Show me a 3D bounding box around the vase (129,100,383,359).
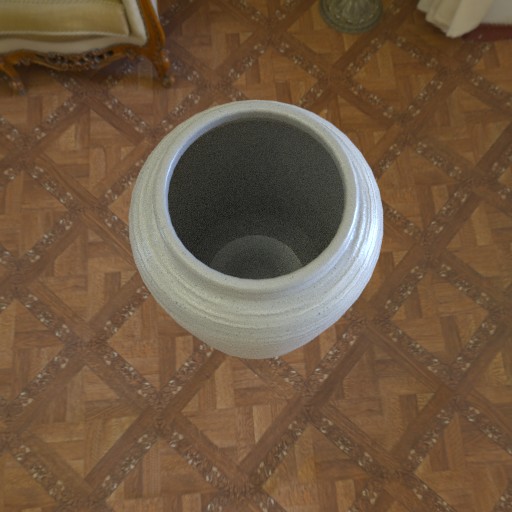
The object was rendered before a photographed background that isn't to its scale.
[{"bbox_3d":[0.000,0.000,0.456,0.202,0.335,0.202,0,75,0],"label":"vase"}]
